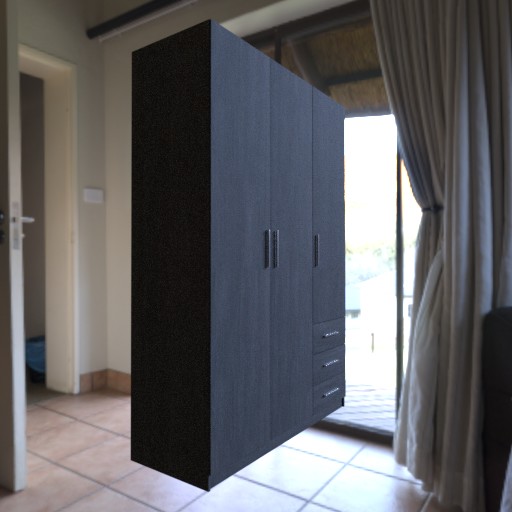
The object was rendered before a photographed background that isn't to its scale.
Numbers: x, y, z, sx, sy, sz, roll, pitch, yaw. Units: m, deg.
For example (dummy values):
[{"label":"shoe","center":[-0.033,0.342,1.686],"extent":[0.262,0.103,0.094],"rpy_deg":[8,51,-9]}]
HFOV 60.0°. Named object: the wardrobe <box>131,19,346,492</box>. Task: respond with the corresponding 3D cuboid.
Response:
[{"label":"wardrobe","center":[0.000,0.000,2.447],"extent":[0.510,1.910,1.290],"rpy_deg":[0,-1,36]}]
